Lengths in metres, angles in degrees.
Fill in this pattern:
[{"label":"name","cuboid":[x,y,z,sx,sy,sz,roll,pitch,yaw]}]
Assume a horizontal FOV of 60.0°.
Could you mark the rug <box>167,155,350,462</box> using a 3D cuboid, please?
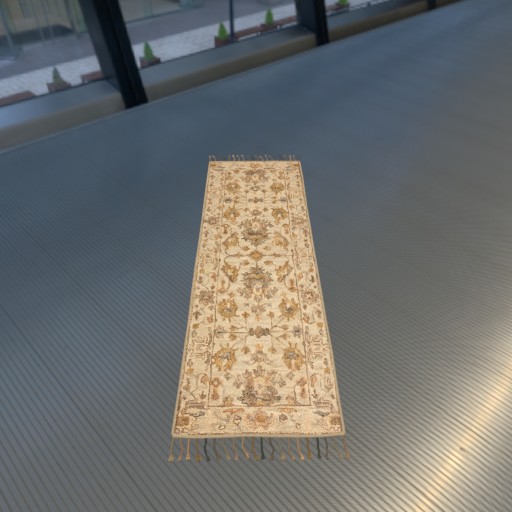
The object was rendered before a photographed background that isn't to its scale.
[{"label":"rug","cuboid":[0.000,0.000,2.657,0.729,0.021,2.438,0,42,0]}]
